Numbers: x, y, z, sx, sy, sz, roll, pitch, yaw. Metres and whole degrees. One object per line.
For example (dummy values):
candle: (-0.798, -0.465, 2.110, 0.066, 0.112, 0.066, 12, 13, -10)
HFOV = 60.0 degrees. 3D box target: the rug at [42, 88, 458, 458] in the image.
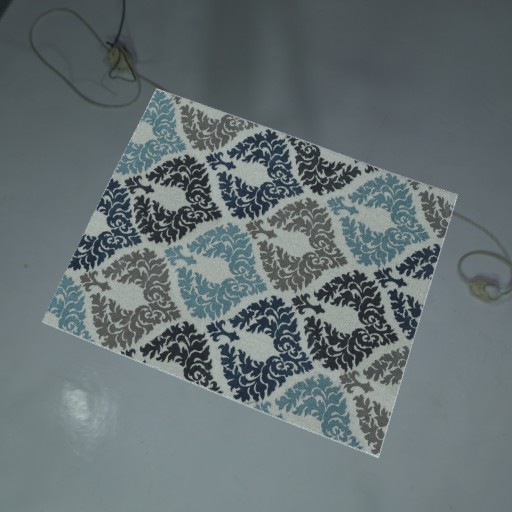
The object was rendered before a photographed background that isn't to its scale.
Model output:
rug: (0.000, 0.000, 3.935, 3.040, 0.014, 2.423, 21, 78, 5)
